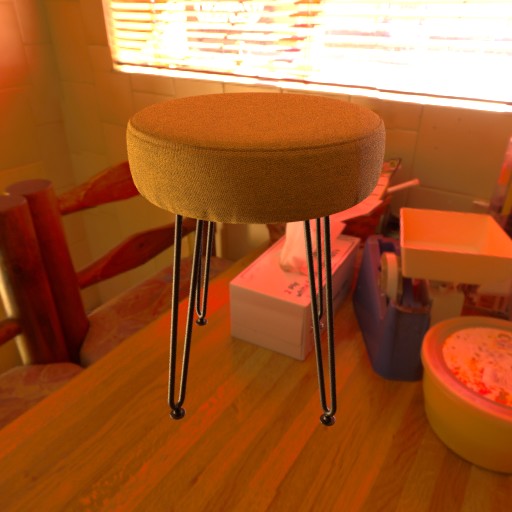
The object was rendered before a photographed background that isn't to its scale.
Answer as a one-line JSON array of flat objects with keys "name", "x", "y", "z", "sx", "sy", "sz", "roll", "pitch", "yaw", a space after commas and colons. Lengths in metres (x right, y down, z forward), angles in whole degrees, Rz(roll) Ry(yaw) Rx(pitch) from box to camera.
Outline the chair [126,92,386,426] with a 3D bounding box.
[{"name": "chair", "x": 0.000, "y": 0.000, "z": 0.701, "sx": 0.345, "sy": 0.455, "sz": 0.345, "roll": 1, "pitch": 29, "yaw": 3}]
